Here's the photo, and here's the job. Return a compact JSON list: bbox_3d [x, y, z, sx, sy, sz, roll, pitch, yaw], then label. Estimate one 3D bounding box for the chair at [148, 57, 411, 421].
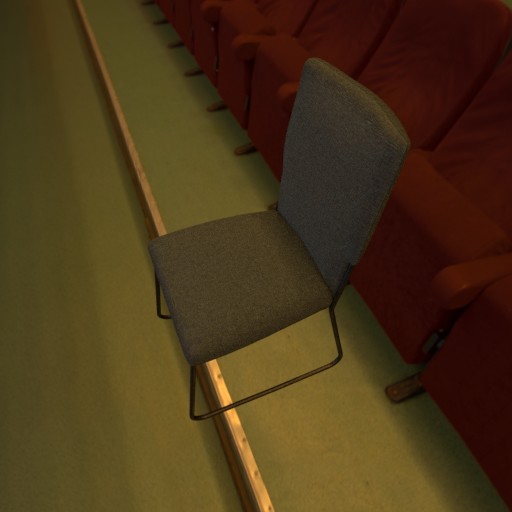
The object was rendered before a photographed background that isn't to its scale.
[{"bbox_3d":[0.000,0.000,1.323,0.635,0.931,0.480,-17,50,-15],"label":"chair"}]
